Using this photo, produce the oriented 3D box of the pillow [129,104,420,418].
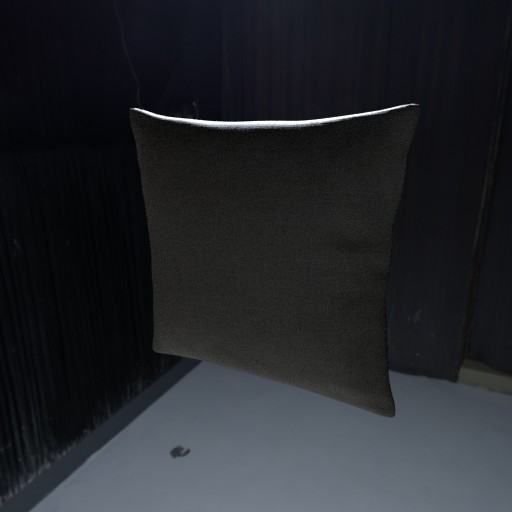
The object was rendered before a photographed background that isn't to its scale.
[{"bbox_3d":[0.000,0.000,0.789,0.523,0.506,0.166,8,19,26],"label":"pillow"}]
